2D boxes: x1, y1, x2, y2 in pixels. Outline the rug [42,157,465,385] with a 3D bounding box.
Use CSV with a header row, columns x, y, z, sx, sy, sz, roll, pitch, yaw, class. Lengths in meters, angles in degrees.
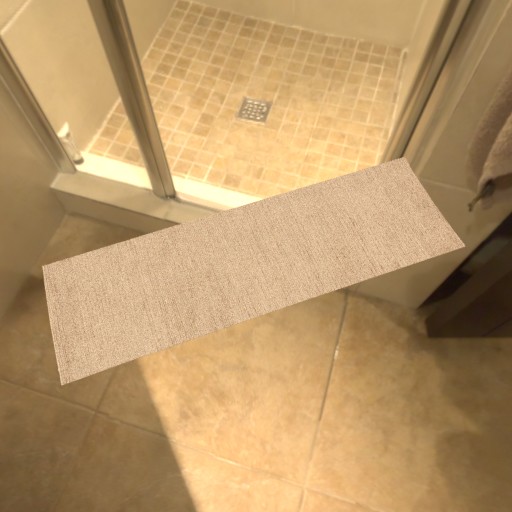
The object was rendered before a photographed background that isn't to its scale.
x,y,z,sx,sy,sz,roll,pitch,yaw,class
0.000,0.000,2.556,2.346,0.013,0.712,-18,64,-9,rug
